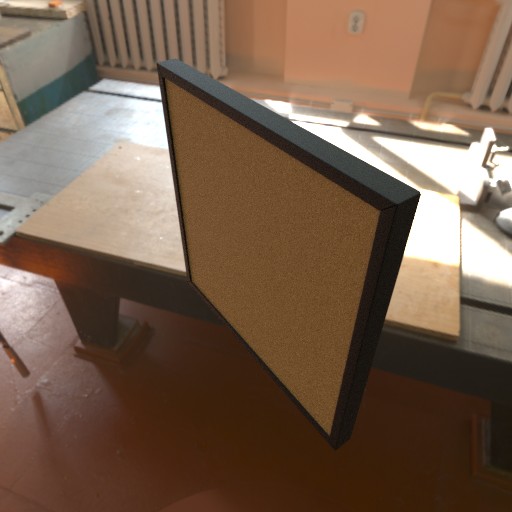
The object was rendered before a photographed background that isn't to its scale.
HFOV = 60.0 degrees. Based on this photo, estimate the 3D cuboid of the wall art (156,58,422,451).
[{"bbox_3d":[0.000,0.000,0.751,0.037,0.508,0.508,-26,47,-26],"label":"wall art"}]
